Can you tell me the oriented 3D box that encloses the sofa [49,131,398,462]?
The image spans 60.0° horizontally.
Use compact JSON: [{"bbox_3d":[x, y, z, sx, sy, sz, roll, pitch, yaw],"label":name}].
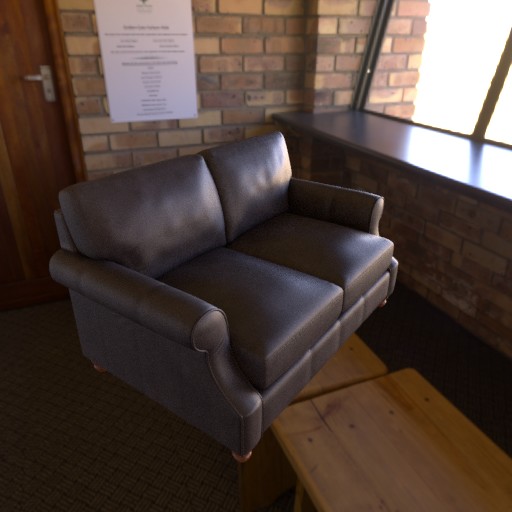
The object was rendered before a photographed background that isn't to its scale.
[{"bbox_3d":[0.000,0.000,2.292,1.030,0.979,1.663,18,31,32],"label":"sofa"}]
